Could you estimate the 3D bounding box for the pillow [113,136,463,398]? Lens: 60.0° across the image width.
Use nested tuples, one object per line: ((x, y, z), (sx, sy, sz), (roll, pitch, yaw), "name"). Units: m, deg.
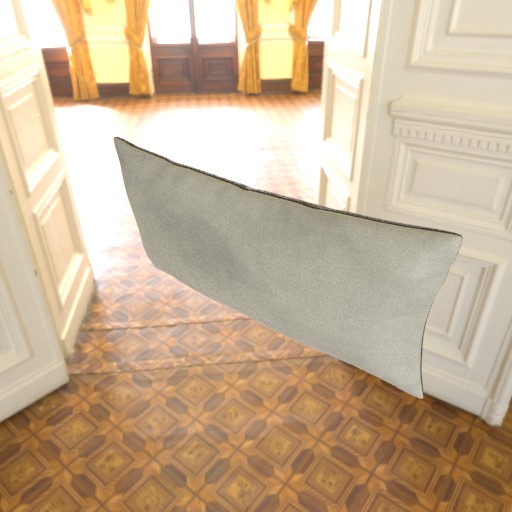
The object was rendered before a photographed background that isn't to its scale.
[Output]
((0.000, 0.000, 0.735), (0.608, 0.305, 0.156), (22, 38, 32), "pillow")
